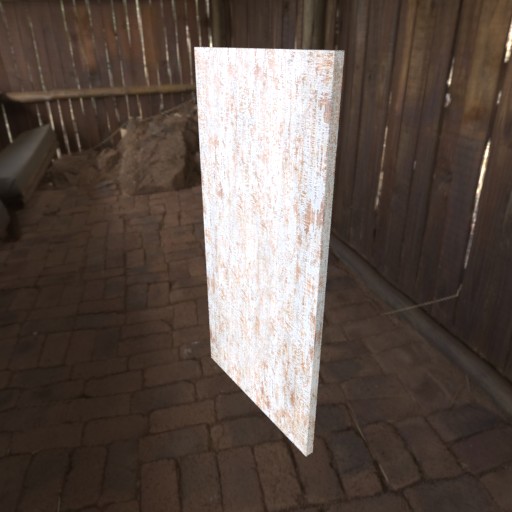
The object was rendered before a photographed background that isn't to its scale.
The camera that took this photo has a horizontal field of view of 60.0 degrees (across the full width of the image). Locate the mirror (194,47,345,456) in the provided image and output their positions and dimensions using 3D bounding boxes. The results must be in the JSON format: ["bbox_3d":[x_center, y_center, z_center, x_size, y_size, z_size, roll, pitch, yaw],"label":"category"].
[{"bbox_3d":[0.000,0.000,1.088,0.027,0.922,0.472,-17,31,-31],"label":"mirror"}]
